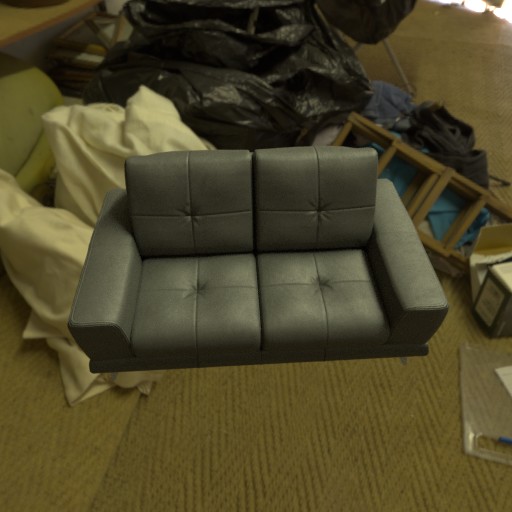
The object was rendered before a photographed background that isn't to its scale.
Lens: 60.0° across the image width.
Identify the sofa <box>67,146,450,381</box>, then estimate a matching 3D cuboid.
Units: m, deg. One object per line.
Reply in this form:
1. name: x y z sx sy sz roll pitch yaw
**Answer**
1. sofa: 0.000 0.000 2.424 1.806 0.907 1.018 -2 46 -2
